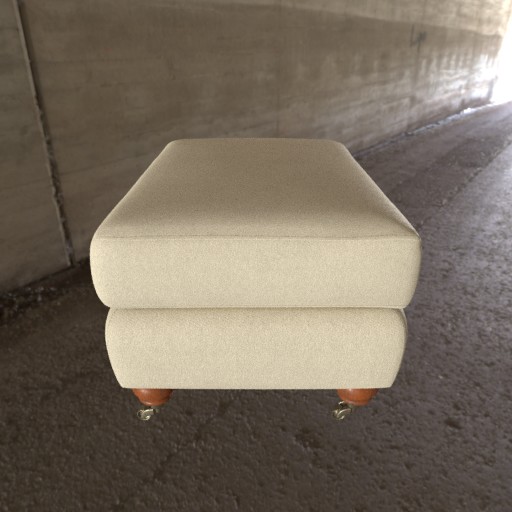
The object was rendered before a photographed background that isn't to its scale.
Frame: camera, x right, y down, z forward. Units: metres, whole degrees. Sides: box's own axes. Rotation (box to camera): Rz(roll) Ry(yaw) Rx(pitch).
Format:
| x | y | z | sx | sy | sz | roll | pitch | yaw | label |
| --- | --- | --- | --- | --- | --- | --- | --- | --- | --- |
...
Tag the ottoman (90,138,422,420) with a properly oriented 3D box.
| x | y | z | sx | sy | sz | roll | pitch | yaw | label |
| --- | --- | --- | --- | --- | --- | --- | --- | --- | --- |
| 0.000 | 0.000 | 1.132 | 0.569 | 0.499 | 0.773 | 0 | 26 | 0 | ottoman |
